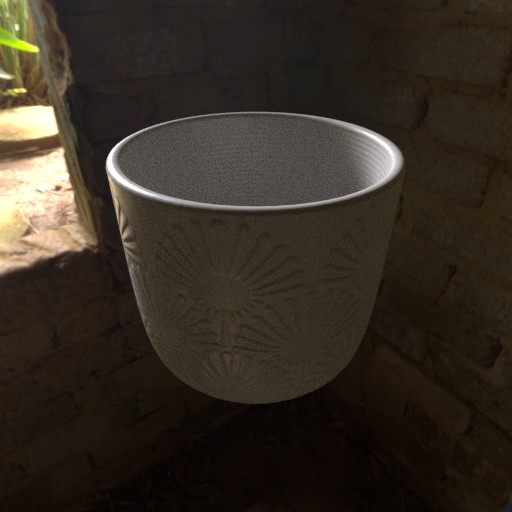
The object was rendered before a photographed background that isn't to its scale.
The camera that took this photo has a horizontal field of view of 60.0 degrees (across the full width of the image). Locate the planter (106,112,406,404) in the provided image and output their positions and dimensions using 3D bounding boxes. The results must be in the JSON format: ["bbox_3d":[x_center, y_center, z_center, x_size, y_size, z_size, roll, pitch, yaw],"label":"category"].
[{"bbox_3d":[0.000,0.000,0.218,0.124,0.109,0.124,0,32,0],"label":"planter"}]
